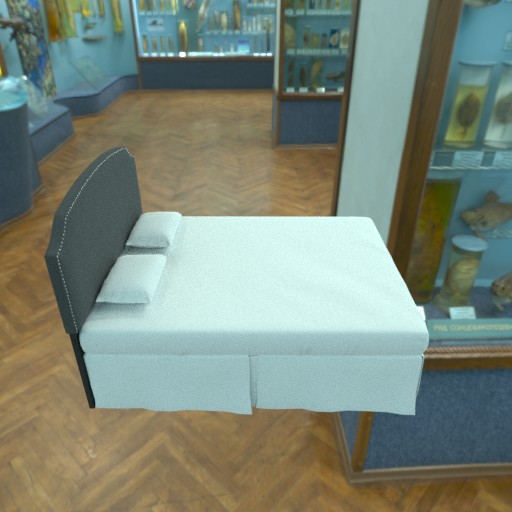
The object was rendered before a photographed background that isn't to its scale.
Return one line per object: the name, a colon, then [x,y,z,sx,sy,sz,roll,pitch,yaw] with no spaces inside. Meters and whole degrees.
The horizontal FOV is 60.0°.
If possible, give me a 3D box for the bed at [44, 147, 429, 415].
bed: [0.000,0.000,2.958,1.999,1.270,1.558,0,31,0]
